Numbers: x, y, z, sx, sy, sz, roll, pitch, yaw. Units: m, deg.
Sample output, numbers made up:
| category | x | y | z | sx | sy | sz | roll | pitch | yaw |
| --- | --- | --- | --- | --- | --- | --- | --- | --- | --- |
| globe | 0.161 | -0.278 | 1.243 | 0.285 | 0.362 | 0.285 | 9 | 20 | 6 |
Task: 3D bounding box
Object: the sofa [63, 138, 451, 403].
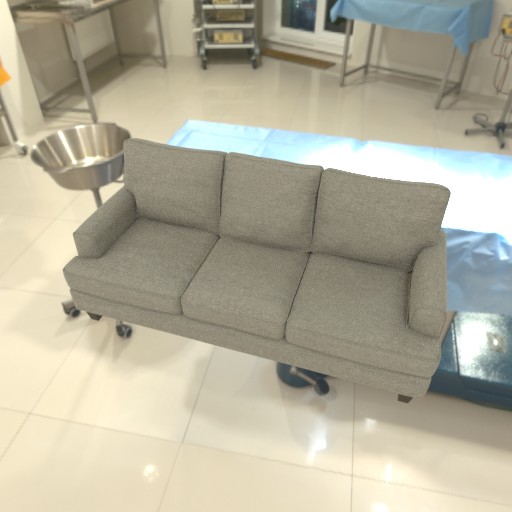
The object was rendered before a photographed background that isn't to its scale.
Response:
| category | x | y | z | sx | sy | sz | roll | pitch | yaw |
| --- | --- | --- | --- | --- | --- | --- | --- | --- | --- |
| sofa | 0.000 | 0.000 | 2.682 | 2.158 | 0.965 | 0.951 | 12 | 41 | 14 |
